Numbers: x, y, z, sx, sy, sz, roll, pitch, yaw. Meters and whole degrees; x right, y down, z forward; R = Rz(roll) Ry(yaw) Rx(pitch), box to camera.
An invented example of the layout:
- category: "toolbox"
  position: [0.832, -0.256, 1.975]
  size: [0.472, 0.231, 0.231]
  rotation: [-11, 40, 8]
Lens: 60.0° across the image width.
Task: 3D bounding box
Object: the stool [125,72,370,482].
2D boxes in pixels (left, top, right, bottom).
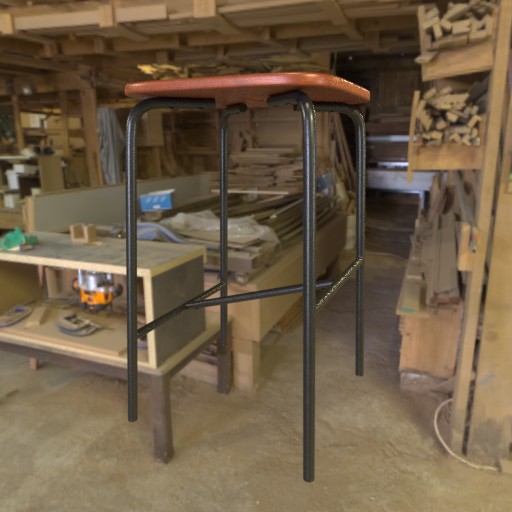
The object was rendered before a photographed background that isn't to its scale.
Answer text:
- category: "stool"
  position: [0.000, 0.000, 0.862]
  size: [0.376, 0.610, 0.376]
  rotation: [7, 16, 25]
